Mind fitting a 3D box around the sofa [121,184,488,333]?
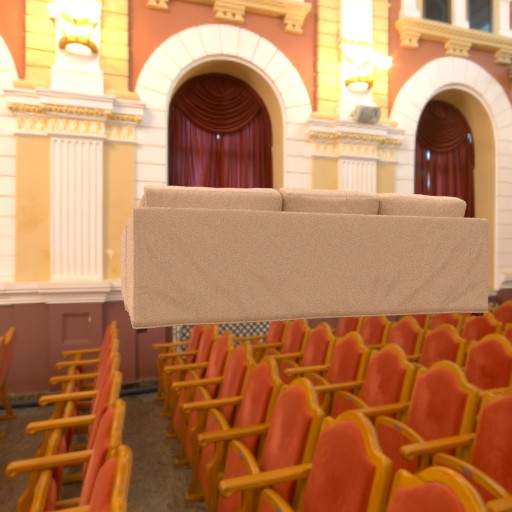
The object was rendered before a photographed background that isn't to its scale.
[{"bbox_3d":[0.000,0.000,4.244,2.432,0.871,3.182,0,0,-18],"label":"sofa"}]
